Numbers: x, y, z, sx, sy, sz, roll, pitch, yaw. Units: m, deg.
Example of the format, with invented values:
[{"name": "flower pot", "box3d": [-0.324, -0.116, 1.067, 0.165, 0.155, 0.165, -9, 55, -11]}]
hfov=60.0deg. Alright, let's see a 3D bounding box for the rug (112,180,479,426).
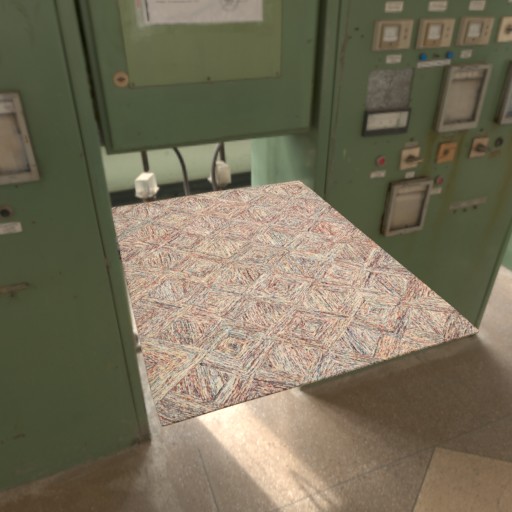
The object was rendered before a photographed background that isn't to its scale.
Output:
[{"name": "rug", "box3d": [0.000, 0.000, 4.271, 2.436, 0.024, 3.226, -11, 33, -17]}]
